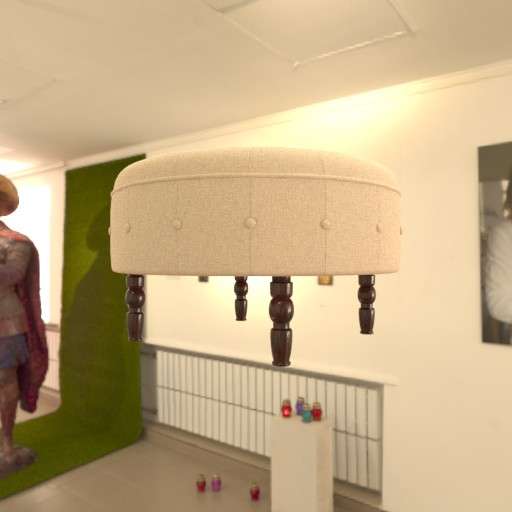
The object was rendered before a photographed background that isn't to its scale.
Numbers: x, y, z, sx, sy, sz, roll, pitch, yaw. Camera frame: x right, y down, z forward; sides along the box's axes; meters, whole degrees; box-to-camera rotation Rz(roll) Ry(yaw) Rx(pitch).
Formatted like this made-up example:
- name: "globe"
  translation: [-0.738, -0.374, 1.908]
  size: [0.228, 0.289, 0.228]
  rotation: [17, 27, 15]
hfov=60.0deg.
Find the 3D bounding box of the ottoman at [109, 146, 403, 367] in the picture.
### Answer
- name: "ottoman"
  translation: [0.000, 0.000, 1.358]
  size: [0.848, 0.494, 0.848]
  rotation: [0, 0, 0]
